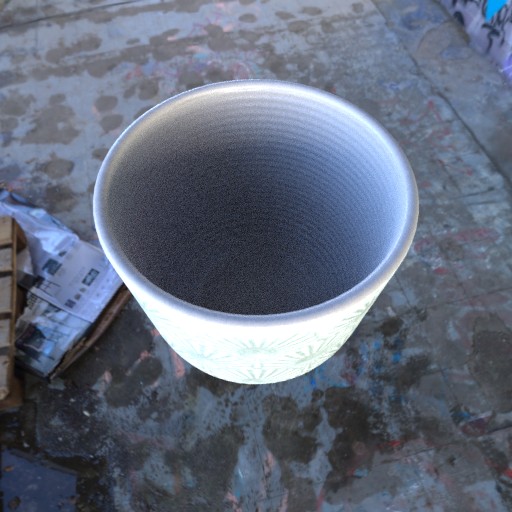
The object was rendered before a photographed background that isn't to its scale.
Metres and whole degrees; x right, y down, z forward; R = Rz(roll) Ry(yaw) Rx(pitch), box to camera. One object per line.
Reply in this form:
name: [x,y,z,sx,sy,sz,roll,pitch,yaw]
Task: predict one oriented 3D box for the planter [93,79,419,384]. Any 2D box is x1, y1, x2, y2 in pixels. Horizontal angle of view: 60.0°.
planter: [0.000,0.000,0.297,0.170,0.152,0.170,0,58,0]
